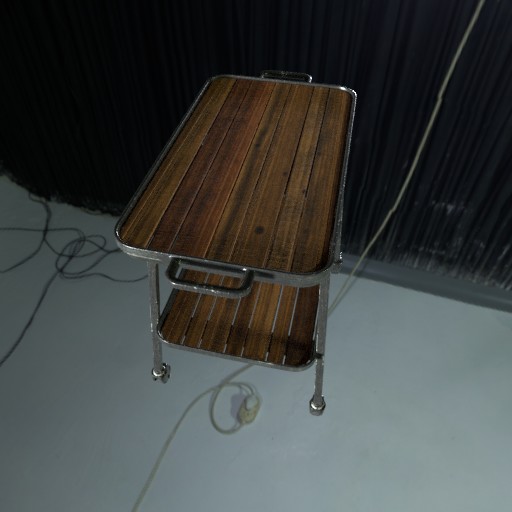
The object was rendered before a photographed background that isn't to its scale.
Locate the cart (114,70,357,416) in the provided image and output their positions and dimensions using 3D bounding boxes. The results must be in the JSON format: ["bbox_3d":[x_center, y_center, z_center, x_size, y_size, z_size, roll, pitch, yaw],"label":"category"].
[{"bbox_3d":[0.000,0.000,1.246,0.515,0.700,0.806,9,48,8],"label":"cart"}]
